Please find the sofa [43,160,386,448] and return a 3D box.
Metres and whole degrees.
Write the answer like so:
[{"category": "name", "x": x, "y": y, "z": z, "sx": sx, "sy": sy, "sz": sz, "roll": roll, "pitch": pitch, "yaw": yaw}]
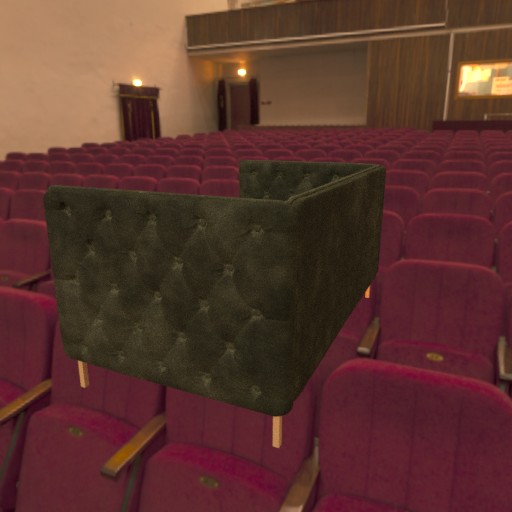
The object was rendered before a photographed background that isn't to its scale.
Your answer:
[{"category": "sofa", "x": 0.000, "y": 0.000, "z": 2.037, "sx": 0.895, "sy": 0.768, "sz": 1.537, "roll": 7, "pitch": 17, "yaw": 24}]
